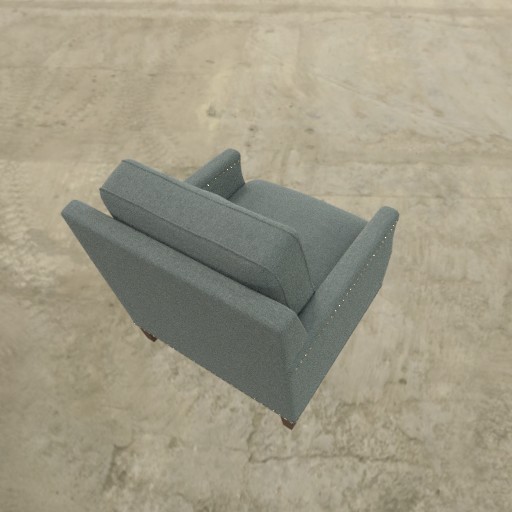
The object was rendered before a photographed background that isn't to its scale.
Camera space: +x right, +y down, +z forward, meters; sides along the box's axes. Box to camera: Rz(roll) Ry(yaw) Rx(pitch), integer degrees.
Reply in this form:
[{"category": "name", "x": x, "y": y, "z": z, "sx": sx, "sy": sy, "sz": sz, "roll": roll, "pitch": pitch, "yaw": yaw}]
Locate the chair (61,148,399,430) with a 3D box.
[{"category": "chair", "x": 0.000, "y": 0.000, "z": 1.848, "sx": 0.885, "sy": 1.031, "sz": 1.031, "roll": 25, "pitch": 50, "yaw": 23}]
